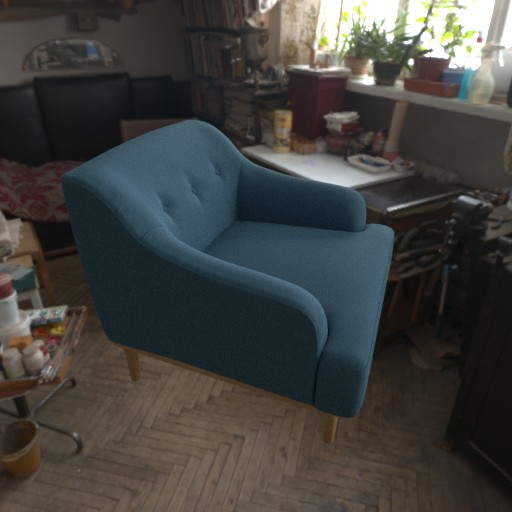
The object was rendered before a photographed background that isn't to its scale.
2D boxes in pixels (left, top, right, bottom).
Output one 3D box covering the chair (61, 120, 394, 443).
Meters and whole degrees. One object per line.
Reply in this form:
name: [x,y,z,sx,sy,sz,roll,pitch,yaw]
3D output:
chair: [0.000,0.000,1.657,0.951,0.818,0.946,10,31,17]
